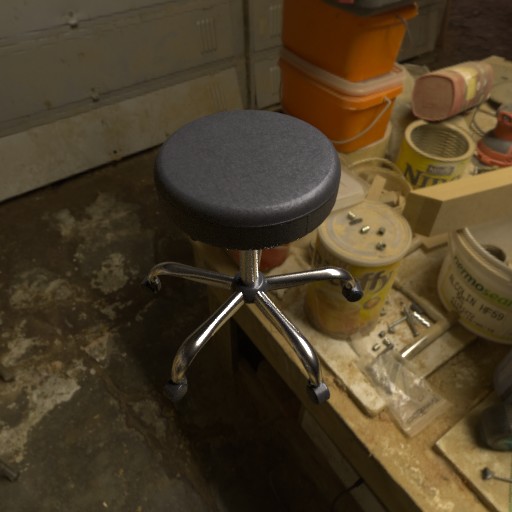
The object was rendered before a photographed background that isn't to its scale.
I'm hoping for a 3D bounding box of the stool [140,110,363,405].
[{"bbox_3d":[0.000,0.000,1.130,0.673,0.576,0.638,-26,52,-22],"label":"stool"}]
